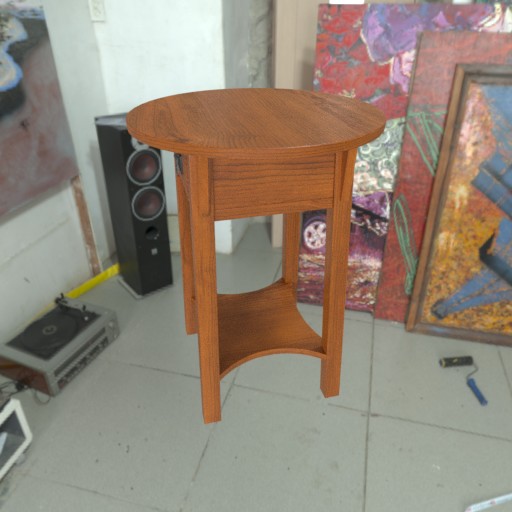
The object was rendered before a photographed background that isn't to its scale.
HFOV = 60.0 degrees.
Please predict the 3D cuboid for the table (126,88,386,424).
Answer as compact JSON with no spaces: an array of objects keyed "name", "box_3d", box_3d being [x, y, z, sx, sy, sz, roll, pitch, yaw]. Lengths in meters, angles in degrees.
[{"name":"table","box_3d":[0.000,0.000,0.956,0.457,0.610,0.457,0,31,0]}]
